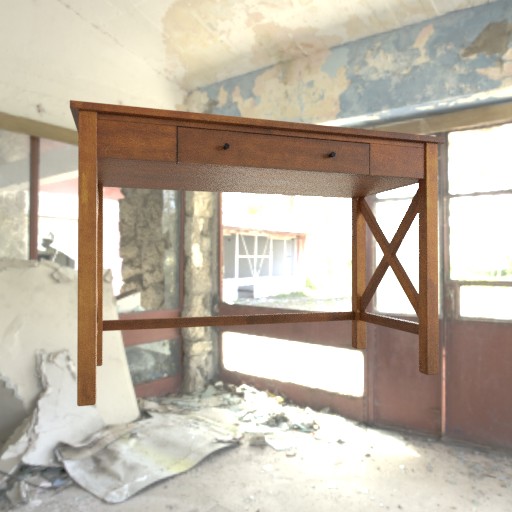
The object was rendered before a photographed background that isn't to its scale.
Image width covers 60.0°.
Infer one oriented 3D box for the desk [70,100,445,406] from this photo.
[{"bbox_3d":[0.000,0.000,1.495,1.117,0.762,0.508,0,-1,-17],"label":"desk"}]
